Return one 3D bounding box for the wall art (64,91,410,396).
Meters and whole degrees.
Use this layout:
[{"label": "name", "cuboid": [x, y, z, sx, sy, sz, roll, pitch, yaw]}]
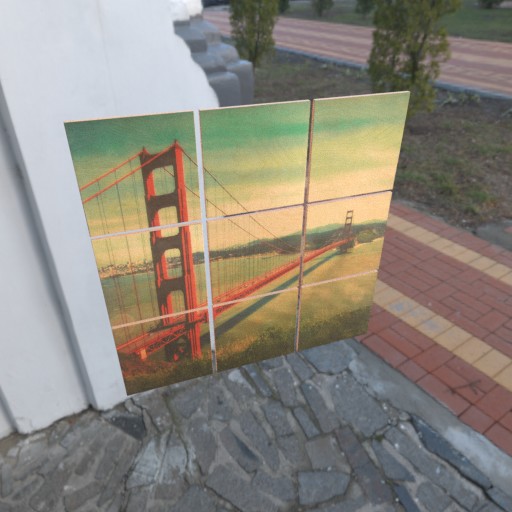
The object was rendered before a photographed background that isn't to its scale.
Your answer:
[{"label": "wall art", "cuboid": [0.000, 0.000, 1.817, 1.217, 1.207, 0.016, -11, 34, -16]}]
